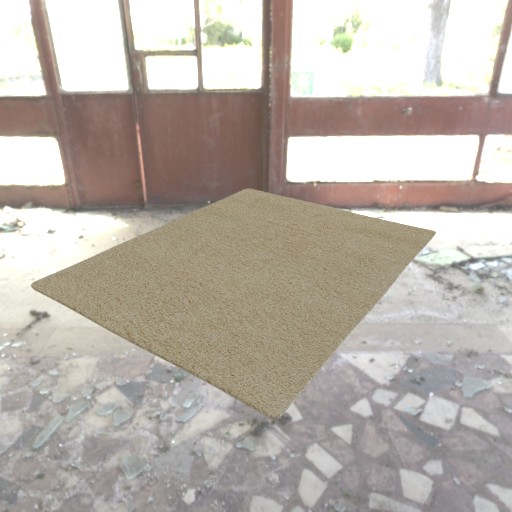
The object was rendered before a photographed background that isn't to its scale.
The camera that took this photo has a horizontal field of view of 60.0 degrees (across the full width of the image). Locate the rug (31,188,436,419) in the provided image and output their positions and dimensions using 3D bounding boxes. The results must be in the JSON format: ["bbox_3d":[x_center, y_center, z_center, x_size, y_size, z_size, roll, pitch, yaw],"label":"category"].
[{"bbox_3d":[0.000,0.000,4.053,2.401,0.025,3.001,18,32,31],"label":"rug"}]
